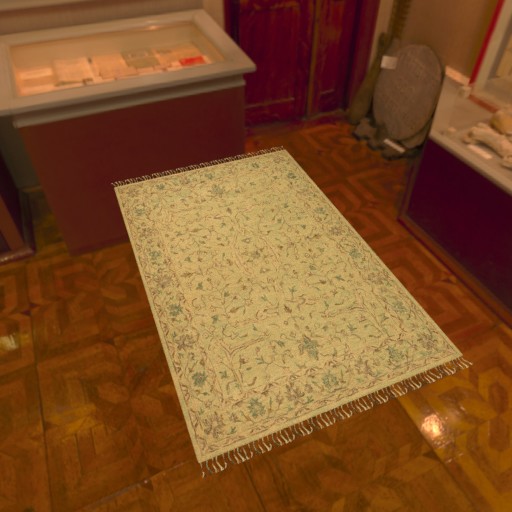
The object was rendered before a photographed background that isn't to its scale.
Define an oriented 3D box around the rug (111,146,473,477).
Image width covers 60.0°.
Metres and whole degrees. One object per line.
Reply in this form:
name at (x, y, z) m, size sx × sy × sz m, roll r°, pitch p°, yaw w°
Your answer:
rug at (0.000, 0.000, 2.978) m, size 1.544 × 0.010 × 2.435 m, roll -16°, pitch 47°, yaw -16°
